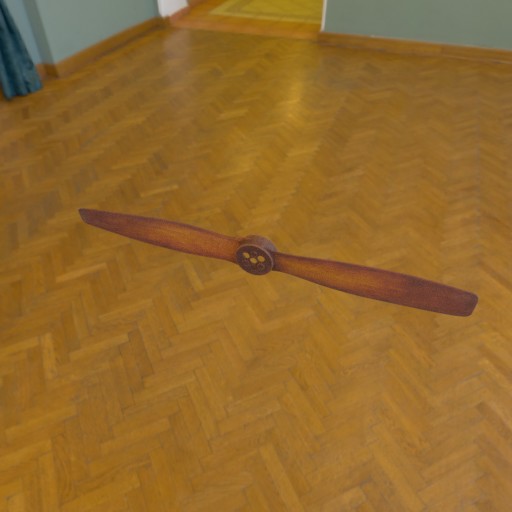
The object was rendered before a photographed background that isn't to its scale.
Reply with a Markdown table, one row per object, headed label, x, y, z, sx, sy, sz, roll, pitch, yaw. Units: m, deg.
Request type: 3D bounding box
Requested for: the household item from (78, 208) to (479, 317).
| label | x | y | z | sx | sy | sz | roll | pitch | yaw |
| --- | --- | --- | --- | --- | --- | --- | --- | --- | --- |
| household item | 0.000 | 0.000 | 1.268 | 1.181 | 0.121 | 0.051 | 13 | 43 | 14 |
